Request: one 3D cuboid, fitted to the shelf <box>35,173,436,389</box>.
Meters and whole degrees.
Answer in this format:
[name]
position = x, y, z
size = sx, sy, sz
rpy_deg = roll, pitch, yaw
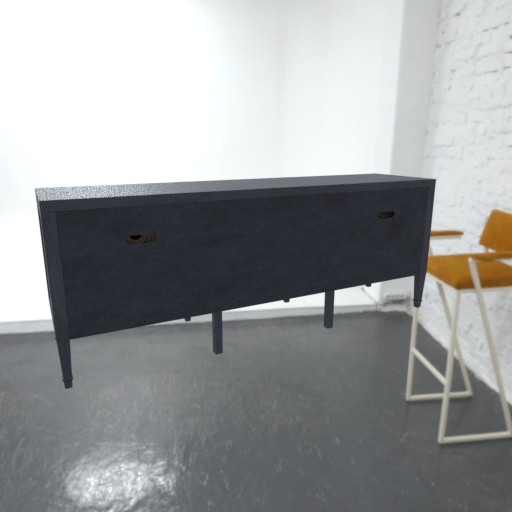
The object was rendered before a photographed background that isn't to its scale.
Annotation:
[shelf]
position = 0.000, 0.000, 2.193
size = 1.878, 0.715, 0.471
rpy_deg = -7, 16, -26
